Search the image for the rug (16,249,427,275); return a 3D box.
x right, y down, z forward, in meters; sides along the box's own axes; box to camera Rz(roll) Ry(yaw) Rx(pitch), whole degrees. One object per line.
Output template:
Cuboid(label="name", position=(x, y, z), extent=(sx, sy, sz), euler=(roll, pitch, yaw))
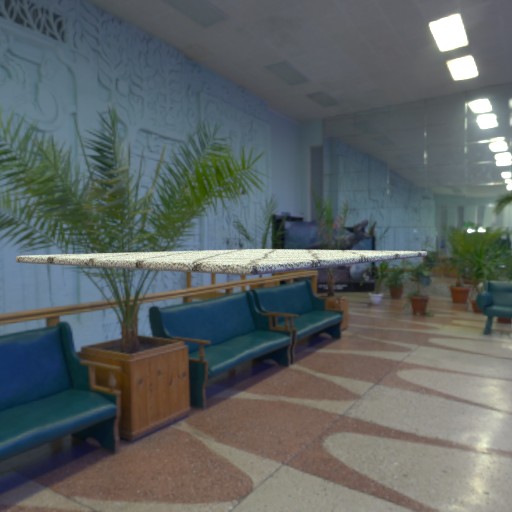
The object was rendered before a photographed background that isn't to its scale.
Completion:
Cuboid(label="rug", position=(0.000, 0.000, 2.227), extent=(1.219, 0.030, 1.778), euler=(1, 2, 35))
